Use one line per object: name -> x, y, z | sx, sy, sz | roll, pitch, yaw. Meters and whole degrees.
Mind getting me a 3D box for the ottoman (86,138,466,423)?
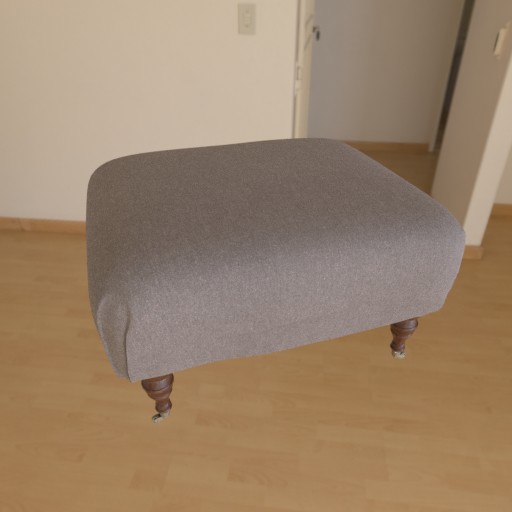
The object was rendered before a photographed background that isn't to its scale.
ottoman -> 0.000, 0.000, 1.086 | 0.747, 0.450, 0.622 | -10, 33, -15
